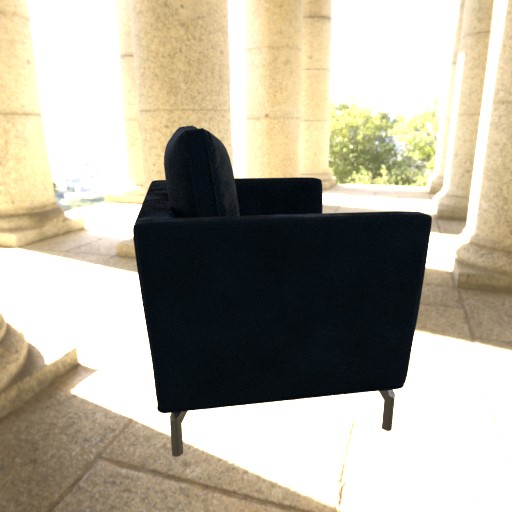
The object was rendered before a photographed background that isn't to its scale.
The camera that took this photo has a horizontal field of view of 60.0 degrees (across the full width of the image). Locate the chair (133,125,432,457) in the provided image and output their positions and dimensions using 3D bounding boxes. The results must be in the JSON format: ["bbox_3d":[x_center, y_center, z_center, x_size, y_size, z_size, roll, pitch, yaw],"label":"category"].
[{"bbox_3d":[0.000,0.000,1.571,0.746,0.893,0.977,-3,16,-10],"label":"chair"}]
